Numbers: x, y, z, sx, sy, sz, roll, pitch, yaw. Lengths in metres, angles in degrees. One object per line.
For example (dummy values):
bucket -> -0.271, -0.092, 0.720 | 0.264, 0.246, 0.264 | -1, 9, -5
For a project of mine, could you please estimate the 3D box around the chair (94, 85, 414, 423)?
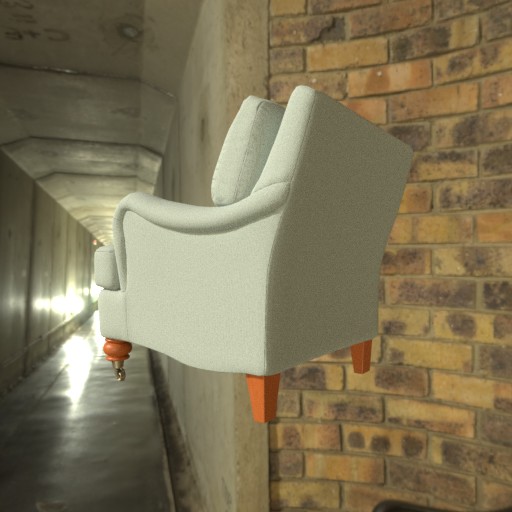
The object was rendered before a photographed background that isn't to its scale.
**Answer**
chair -> 0.000, 0.000, 1.883 | 1.070, 1.038, 0.955 | 0, 0, 37
